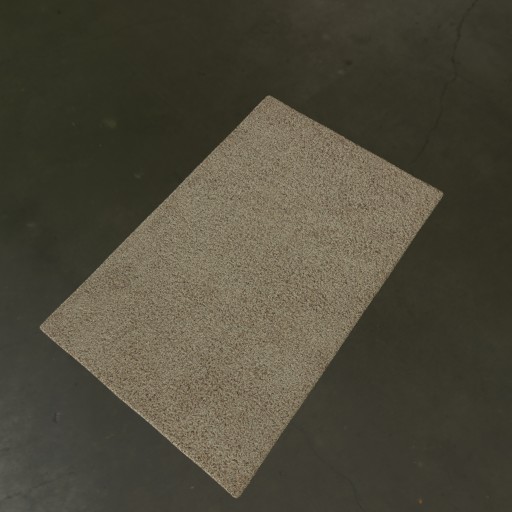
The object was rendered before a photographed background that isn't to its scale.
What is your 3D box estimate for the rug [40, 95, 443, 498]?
[{"bbox_3d":[0.000,0.000,3.373,1.778,0.030,2.743,34,69,15],"label":"rug"}]
